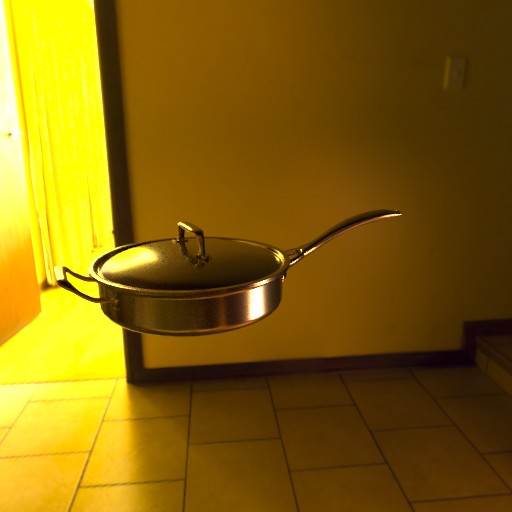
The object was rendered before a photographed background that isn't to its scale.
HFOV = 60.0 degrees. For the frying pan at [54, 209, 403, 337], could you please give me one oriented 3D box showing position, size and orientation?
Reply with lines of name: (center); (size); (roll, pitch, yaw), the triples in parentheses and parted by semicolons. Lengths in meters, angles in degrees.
frying pan: (0.000, 0.000, 0.677); (0.561, 0.114, 0.280); (-7, 17, -25)
